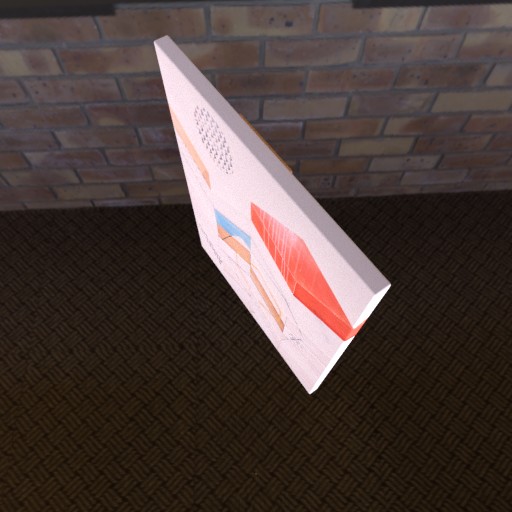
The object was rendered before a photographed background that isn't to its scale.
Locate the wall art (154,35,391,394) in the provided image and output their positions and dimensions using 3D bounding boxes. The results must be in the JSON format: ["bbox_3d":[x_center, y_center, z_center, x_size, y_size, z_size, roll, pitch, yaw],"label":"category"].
[{"bbox_3d":[0.000,0.000,1.335,0.045,1.014,0.759,-32,68,-15],"label":"wall art"}]
